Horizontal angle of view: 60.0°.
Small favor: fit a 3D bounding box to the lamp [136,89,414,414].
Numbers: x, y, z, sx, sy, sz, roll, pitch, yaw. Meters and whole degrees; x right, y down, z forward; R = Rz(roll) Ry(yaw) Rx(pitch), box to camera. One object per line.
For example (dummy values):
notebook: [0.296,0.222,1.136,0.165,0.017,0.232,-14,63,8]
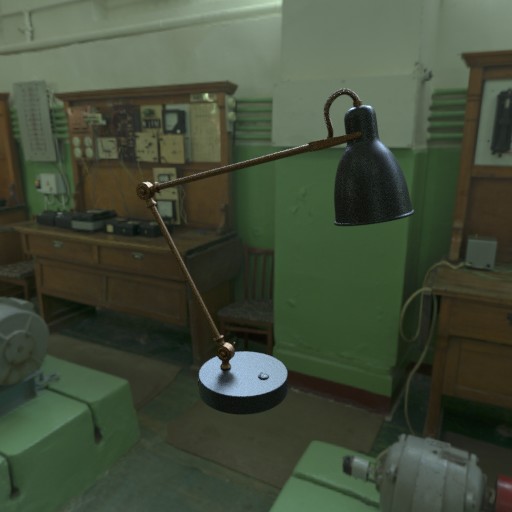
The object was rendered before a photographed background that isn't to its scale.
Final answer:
lamp: [0.000,0.000,0.851,0.561,0.587,0.187,7,16,25]
